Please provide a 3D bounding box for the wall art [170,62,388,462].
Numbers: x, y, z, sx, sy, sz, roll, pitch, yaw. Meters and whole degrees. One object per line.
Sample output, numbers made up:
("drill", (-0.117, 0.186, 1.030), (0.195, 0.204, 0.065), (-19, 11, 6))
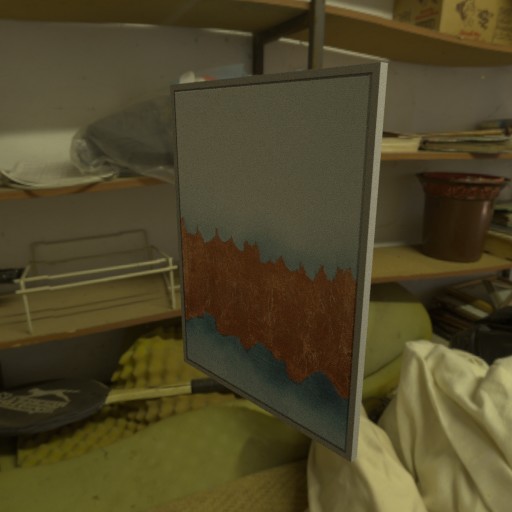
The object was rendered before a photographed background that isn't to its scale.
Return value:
("wall art", (0.000, 0.000, 1.380), (0.789, 1.042, 0.034), (16, 23, 43))
